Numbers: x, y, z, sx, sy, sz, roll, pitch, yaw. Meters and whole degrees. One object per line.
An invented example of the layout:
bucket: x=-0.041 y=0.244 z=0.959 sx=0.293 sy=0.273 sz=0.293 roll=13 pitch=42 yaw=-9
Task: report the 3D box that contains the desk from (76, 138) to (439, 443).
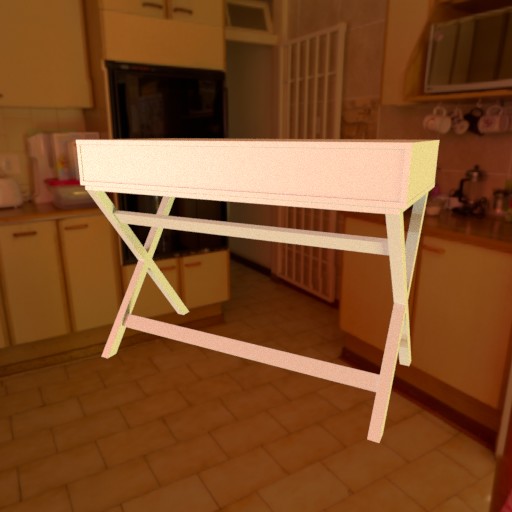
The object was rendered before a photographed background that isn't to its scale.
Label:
desk: x=0.000 y=0.000 z=1.538 sx=1.057 sy=0.780 sz=0.525 roll=8 pitch=17 yaw=27
